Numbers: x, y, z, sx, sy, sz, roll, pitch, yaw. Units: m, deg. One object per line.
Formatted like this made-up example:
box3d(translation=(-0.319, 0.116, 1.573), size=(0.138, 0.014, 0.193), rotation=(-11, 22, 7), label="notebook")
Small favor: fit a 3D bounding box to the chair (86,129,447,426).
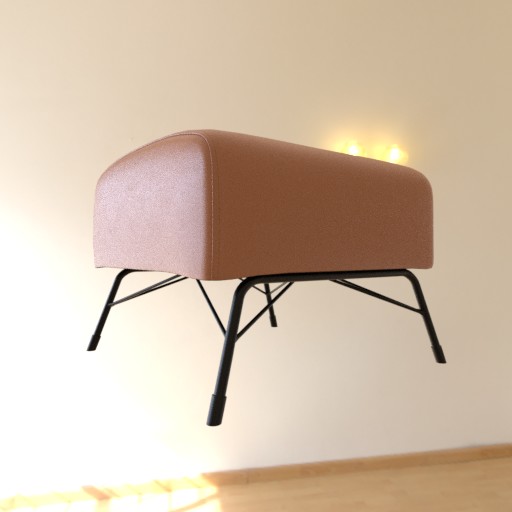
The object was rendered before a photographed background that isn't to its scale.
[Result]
box3d(translation=(0.000, 0.000, 0.906), size=(0.530, 0.410, 0.530), rotation=(0, 1, -37), label="chair")
